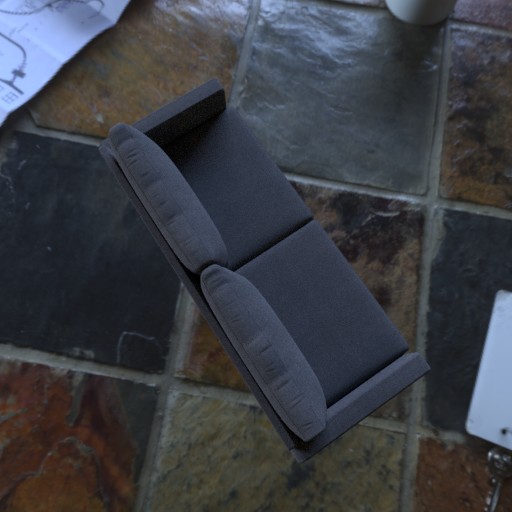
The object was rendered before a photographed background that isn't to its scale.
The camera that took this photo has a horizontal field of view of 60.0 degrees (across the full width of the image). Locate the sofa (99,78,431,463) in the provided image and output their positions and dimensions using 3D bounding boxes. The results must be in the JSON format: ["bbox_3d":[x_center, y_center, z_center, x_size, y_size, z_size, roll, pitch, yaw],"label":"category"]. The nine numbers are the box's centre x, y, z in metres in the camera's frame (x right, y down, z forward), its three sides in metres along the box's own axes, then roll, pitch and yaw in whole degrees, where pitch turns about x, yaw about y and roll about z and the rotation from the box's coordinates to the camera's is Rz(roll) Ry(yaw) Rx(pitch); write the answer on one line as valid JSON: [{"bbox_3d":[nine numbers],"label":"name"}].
[{"bbox_3d":[0.000,0.000,2.635,0.880,0.880,2.100,-33,78,-8],"label":"sofa"}]
